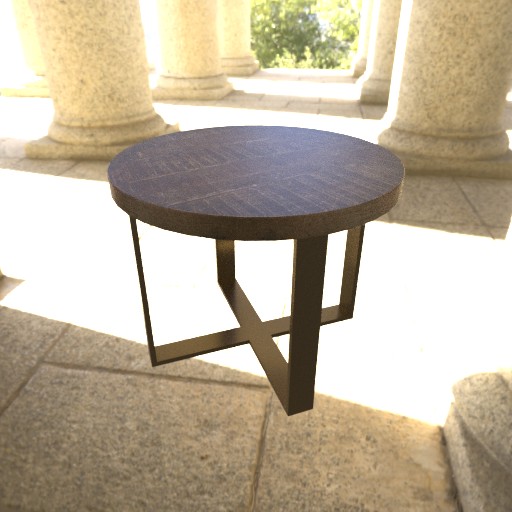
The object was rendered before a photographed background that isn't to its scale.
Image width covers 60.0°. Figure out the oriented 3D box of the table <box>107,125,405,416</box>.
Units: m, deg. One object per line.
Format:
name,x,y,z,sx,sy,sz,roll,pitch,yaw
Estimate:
table,0.000,0.000,0.970,0.557,0.437,0.557,0,29,0
